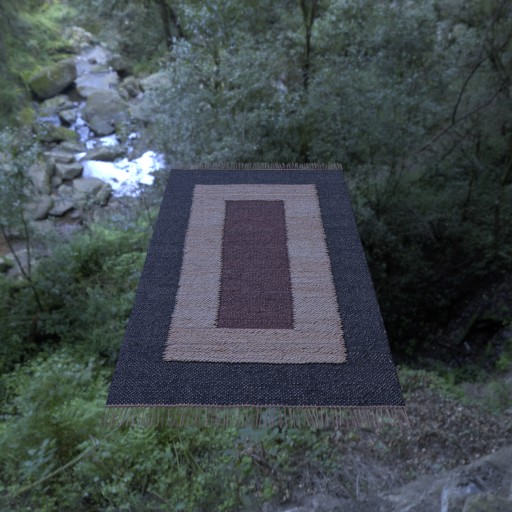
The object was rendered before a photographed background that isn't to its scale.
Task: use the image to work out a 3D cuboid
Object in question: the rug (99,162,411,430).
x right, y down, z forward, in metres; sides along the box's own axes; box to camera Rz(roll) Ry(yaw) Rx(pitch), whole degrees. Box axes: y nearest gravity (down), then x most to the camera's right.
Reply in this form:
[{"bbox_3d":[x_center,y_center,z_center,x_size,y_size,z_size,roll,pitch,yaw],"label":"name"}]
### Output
[{"bbox_3d":[0.000,0.000,2.472,1.224,0.027,2.021,0,42,0],"label":"rug"}]
